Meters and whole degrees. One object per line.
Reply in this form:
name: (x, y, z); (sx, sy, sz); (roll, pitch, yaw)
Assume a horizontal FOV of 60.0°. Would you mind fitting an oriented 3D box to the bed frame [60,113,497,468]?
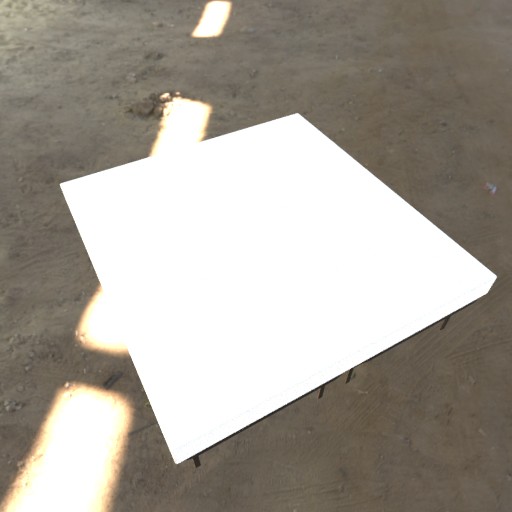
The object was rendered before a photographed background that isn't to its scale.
bed frame: (0.000, 0.000, 2.940); (1.930, 0.559, 2.032); (-22, 51, -19)
